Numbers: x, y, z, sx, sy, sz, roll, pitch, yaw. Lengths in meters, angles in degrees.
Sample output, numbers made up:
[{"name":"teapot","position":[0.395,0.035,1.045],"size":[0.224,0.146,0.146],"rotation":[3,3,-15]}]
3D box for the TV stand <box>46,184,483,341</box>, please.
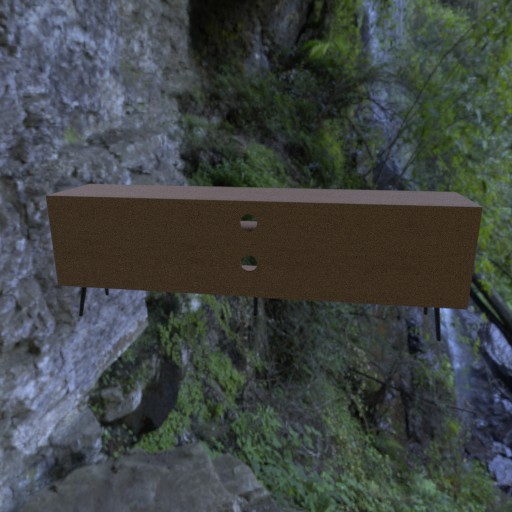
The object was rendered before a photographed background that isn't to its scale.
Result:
[{"name":"TV stand","position":[0.000,0.000,2.042],"size":[1.760,0.580,0.400],"rotation":[3,17,8]}]
